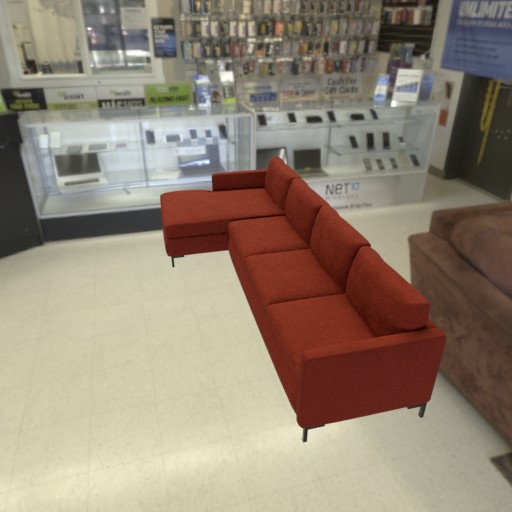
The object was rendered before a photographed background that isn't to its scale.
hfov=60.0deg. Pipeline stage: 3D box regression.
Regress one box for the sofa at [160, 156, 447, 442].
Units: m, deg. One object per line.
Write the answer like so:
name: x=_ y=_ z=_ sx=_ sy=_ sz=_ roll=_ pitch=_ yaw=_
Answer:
sofa: x=0.000 y=0.000 z=2.924 sx=1.136 sy=0.663 sz=2.467 roll=-7 pitch=30 yaw=-12
